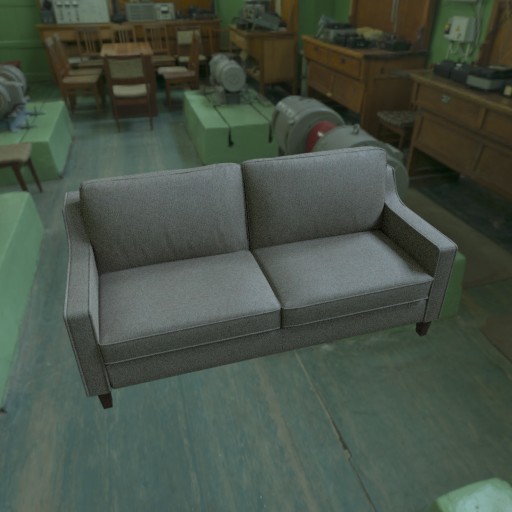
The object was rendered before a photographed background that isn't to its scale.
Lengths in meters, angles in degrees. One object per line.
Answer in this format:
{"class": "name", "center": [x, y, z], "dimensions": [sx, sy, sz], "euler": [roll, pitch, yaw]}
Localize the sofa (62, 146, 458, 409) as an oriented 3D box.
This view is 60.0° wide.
{"class": "sofa", "center": [0.000, 0.000, 2.810], "dimensions": [2.181, 1.074, 1.073], "euler": [-9, 34, -14]}
